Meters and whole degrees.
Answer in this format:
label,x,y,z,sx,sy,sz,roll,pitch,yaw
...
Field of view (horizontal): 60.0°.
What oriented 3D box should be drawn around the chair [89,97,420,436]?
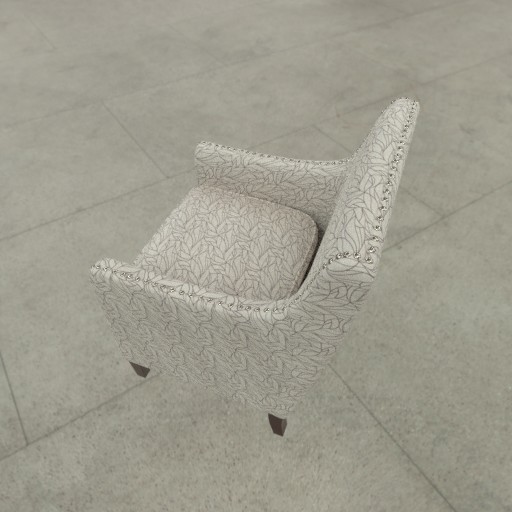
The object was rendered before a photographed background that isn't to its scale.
label,x,y,z,sx,sy,sz,roll,pitch,yaw
chair,0.000,0.000,1.264,0.651,0.816,0.623,16,49,14
